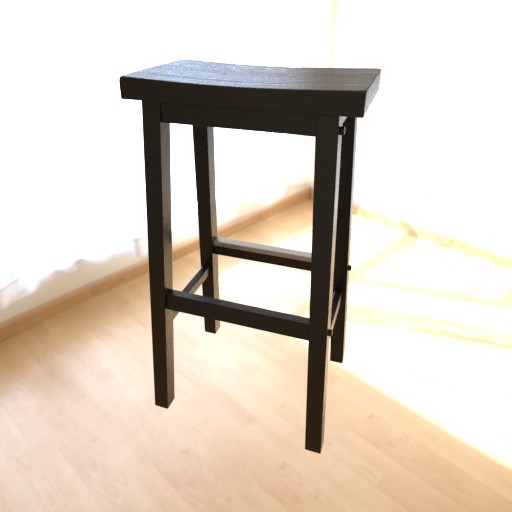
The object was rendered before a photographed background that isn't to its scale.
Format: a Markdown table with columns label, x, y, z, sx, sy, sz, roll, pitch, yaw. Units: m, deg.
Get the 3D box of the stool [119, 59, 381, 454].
| label | x | y | z | sx | sy | sz | roll | pitch | yaw |
| --- | --- | --- | --- | --- | --- | --- | --- | --- | --- |
| stool | 0.000 | 0.000 | 0.957 | 0.406 | 0.742 | 0.322 | 10 | 32 | 16 |
